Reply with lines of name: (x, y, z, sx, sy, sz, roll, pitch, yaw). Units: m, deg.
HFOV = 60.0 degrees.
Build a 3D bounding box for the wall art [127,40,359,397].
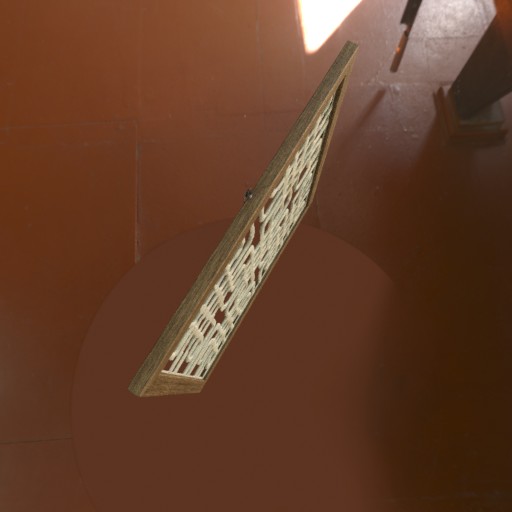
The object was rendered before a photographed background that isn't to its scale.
wall art: (0.000, 0.000, 0.830, 0.021, 0.582, 0.561, 29, 76, 8)
